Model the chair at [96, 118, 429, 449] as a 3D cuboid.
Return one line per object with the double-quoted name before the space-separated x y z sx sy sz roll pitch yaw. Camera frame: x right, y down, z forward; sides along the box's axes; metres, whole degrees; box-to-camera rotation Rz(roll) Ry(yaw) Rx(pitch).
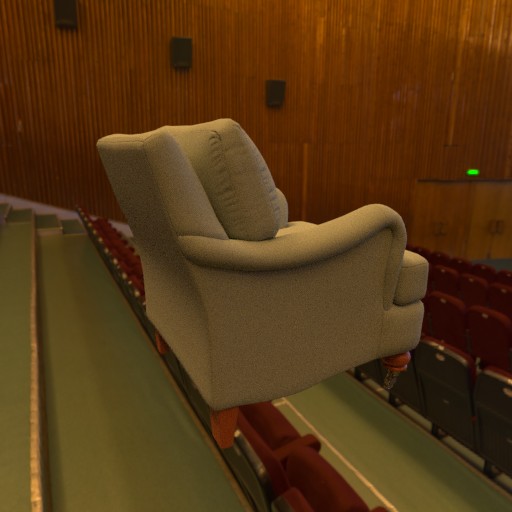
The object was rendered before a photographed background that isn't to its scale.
"chair" 0.000 0.000 1.821 1.070 1.038 0.955 -7 16 -26
